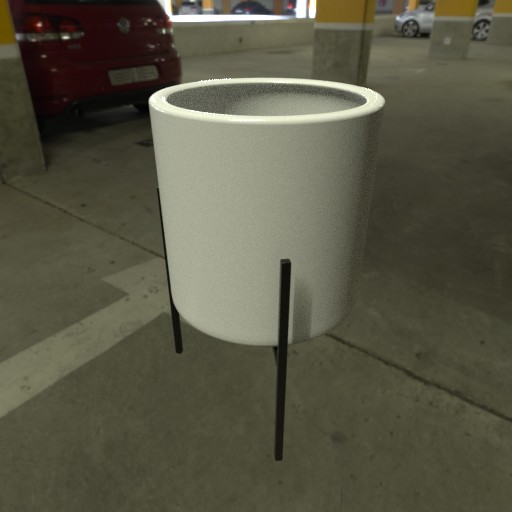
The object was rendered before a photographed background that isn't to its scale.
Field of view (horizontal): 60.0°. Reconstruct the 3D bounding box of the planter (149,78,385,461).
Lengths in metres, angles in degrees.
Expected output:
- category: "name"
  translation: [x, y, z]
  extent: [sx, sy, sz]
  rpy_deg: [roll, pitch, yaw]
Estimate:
- category: "planter"
  translation: [0.000, 0.000, 0.508]
  extent: [0.239, 0.356, 0.239]
  rpy_deg: [10, 31, 18]
